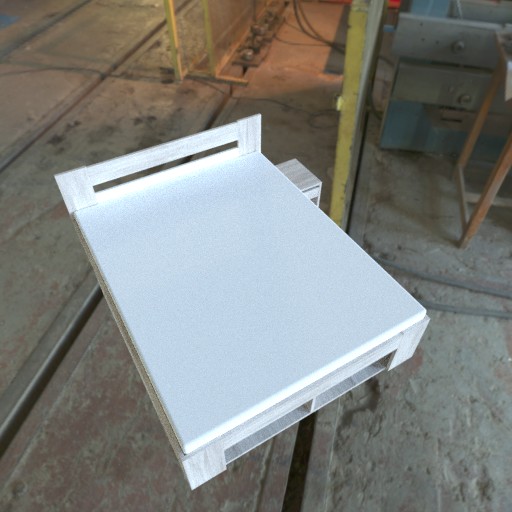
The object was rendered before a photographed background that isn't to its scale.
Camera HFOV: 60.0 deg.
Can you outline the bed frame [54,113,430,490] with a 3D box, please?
[{"bbox_3d":[0.000,0.000,3.128,2.040,0.860,2.050,-23,51,-20],"label":"bed frame"}]
